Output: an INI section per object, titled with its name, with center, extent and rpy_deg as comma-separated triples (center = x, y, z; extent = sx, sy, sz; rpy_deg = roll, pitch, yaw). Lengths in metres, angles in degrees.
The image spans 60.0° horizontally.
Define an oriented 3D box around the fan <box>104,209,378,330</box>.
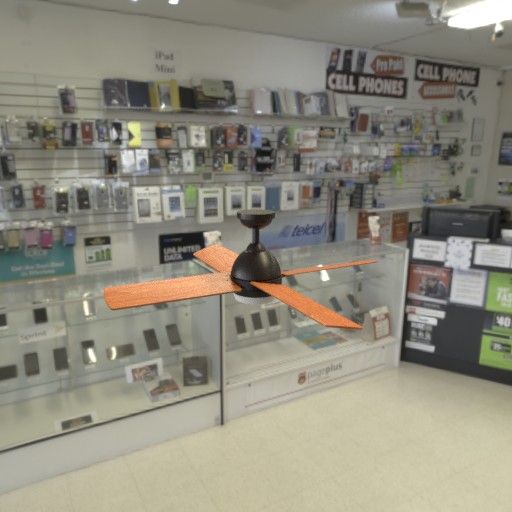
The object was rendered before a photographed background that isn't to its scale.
[fan]
center = 0.000, 0.000, 2.010
extent = 1.332, 0.403, 1.332
rpy_deg = -7, 15, -26
